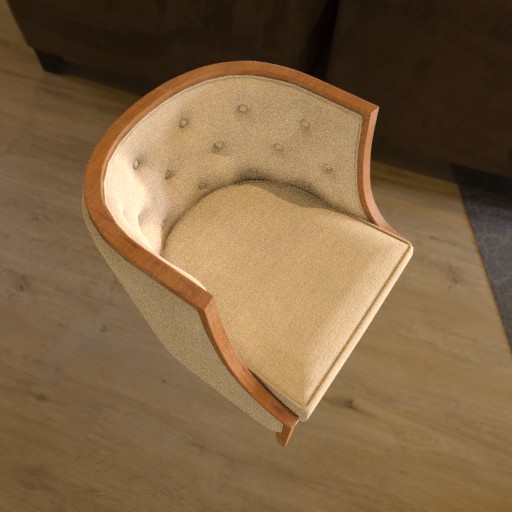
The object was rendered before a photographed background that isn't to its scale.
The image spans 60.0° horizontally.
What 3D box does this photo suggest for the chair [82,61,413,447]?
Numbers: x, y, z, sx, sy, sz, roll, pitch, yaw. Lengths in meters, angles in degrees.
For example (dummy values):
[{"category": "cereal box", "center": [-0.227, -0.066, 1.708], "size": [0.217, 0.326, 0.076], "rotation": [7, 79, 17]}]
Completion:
[{"category": "chair", "center": [0.000, 0.000, 1.326], "size": [0.757, 0.775, 0.711], "rotation": [32, 64, 18]}]
